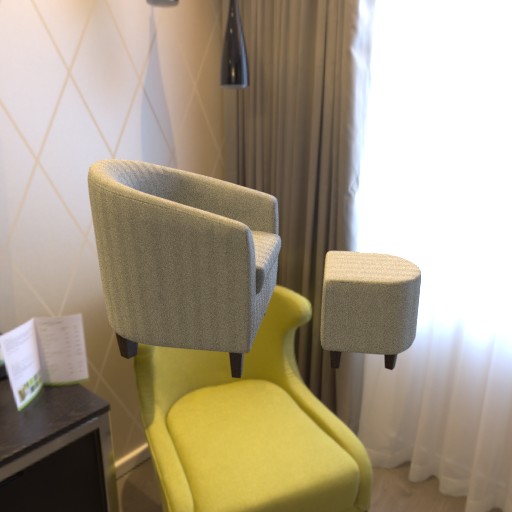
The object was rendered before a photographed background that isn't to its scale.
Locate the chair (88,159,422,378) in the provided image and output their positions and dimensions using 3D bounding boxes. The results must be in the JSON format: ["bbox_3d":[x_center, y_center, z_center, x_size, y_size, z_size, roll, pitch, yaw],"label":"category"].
[{"bbox_3d":[0.000,0.000,1.802,1.288,0.757,0.756,3,16,9],"label":"chair"}]
